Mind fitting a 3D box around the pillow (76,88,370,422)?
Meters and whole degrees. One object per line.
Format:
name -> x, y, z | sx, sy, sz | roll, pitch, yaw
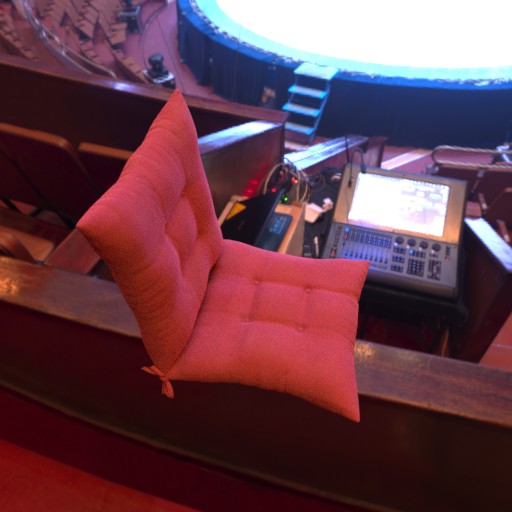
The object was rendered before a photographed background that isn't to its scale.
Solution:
pillow -> 0.000, 0.000, 1.039 | 0.585, 0.536, 0.541 | 9, 46, 9
